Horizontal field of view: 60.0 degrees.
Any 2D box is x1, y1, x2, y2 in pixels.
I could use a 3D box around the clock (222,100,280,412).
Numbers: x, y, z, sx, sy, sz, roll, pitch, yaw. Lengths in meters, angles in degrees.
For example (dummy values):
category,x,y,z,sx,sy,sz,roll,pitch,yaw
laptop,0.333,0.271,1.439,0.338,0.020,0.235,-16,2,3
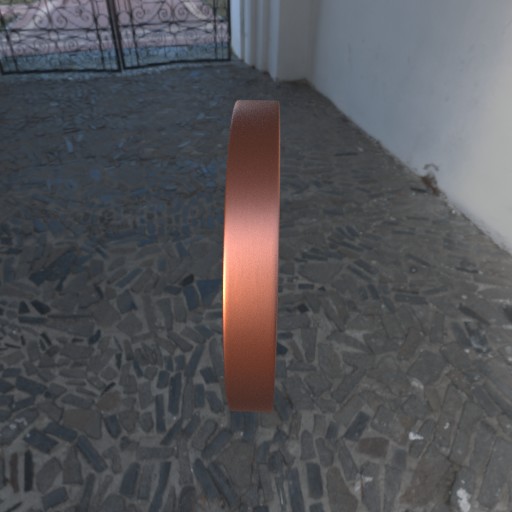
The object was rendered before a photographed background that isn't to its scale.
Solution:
category,x,y,z,sx,sy,sz,roll,pitch,yaw
clock,0.000,0.000,0.473,0.040,0.313,0.313,1,40,1
